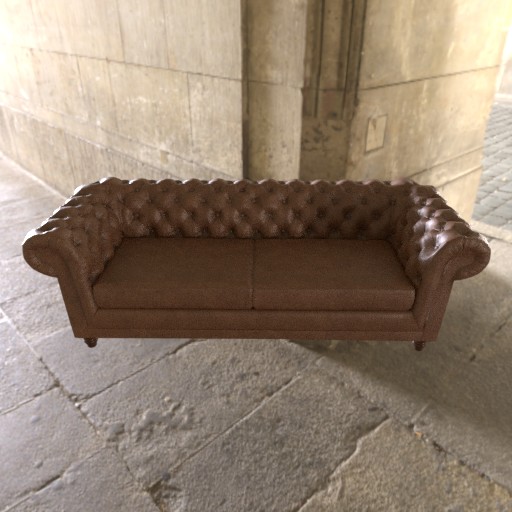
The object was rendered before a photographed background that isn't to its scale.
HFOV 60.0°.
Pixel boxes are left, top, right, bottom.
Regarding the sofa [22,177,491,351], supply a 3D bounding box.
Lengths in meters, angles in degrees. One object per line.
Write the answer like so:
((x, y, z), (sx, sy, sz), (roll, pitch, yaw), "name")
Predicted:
((0.000, 0.000, 2.755), (2.385, 0.783, 0.944), (0, 29, 1), "sofa")
